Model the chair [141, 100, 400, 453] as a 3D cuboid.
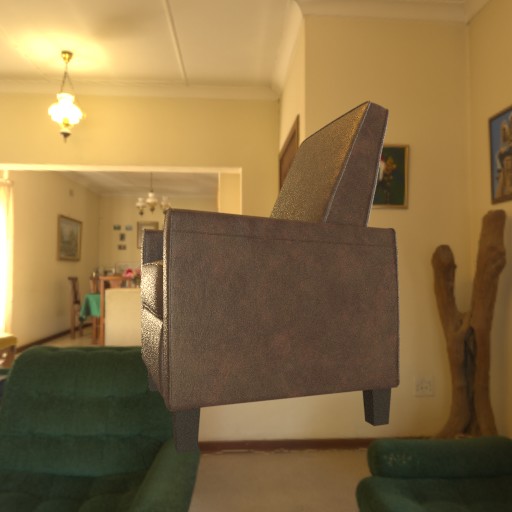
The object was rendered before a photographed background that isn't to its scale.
[{"bbox_3d":[0.000,0.000,1.537,0.746,1.013,0.705,1,-2,-20],"label":"chair"}]
